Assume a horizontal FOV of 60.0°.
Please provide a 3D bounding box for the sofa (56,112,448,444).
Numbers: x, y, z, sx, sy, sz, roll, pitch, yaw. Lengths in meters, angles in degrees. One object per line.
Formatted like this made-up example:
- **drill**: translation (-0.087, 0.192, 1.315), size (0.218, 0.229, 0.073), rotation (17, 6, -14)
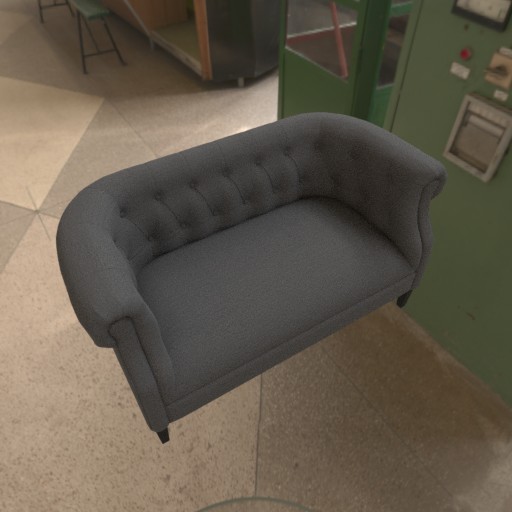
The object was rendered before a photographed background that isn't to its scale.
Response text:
- **sofa**: translation (0.000, 0.000, 2.012), size (1.558, 0.827, 0.835), rotation (-24, 50, -22)
